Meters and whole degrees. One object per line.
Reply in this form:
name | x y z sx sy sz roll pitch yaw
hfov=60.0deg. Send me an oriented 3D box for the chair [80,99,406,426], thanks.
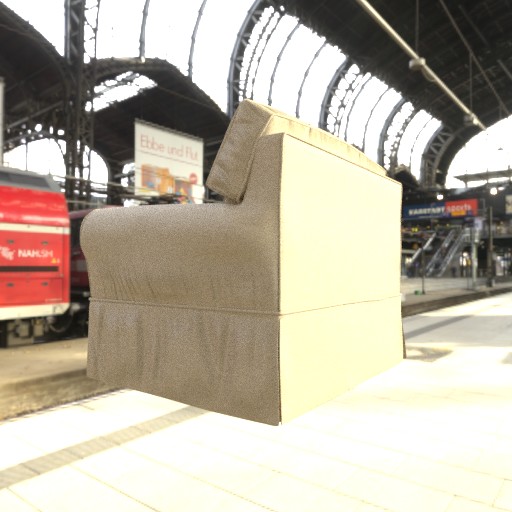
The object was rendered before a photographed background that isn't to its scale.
chair | 0.000 0.000 1.828 0.903 0.937 1.096 -1 -2 36
